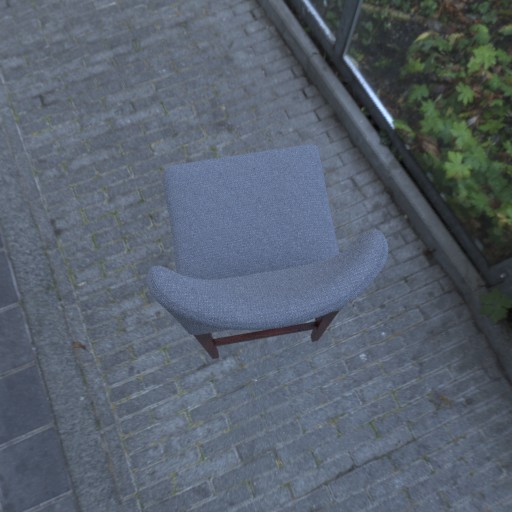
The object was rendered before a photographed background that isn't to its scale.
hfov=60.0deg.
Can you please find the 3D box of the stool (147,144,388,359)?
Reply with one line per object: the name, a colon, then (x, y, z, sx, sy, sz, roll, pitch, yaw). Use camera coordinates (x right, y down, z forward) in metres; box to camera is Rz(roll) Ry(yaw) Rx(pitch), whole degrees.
stool: (0.000, 0.000, 1.383, 0.486, 1.069, 0.568, -9, 75, -3)
